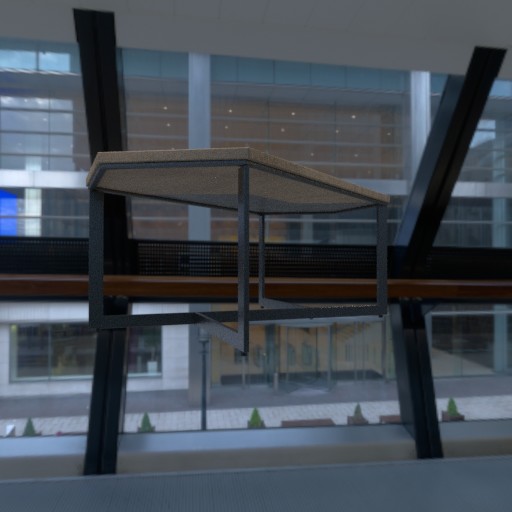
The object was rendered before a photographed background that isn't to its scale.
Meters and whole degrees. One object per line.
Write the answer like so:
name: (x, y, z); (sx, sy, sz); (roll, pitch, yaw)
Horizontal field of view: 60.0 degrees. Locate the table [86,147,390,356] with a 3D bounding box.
table: (0.000, 0.000, 1.495); (0.609, 0.457, 1.219); (-1, -1, 36)
